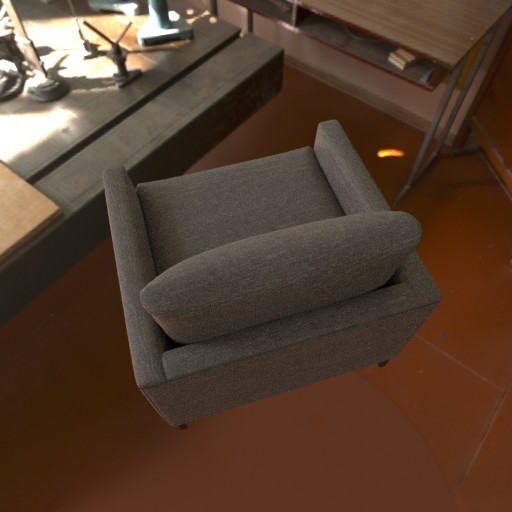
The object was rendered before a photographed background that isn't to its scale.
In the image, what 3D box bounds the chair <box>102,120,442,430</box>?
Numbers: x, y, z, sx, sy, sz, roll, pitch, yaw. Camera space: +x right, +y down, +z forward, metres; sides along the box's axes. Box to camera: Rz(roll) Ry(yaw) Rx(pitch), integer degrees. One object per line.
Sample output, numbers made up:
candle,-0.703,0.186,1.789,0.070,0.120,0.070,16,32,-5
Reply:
chair,0.000,0.000,1.606,0.940,0.841,0.845,-15,59,-9
